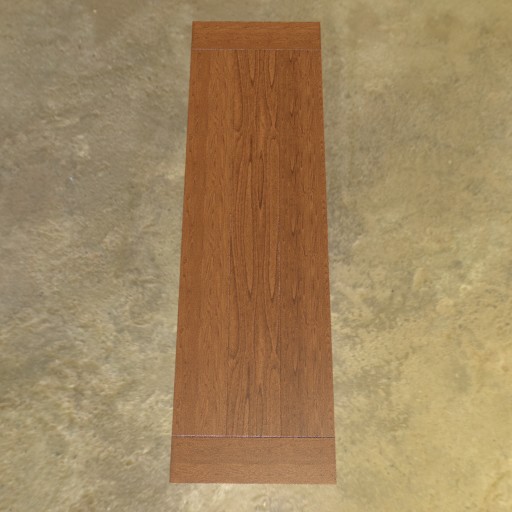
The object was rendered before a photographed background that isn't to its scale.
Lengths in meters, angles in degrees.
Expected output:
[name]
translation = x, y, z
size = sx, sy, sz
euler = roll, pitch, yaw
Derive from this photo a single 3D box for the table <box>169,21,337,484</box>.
[table]
translation = 0.000, 0.000, 1.780
size = 0.461, 0.852, 1.478
euler = 0, 76, 0
